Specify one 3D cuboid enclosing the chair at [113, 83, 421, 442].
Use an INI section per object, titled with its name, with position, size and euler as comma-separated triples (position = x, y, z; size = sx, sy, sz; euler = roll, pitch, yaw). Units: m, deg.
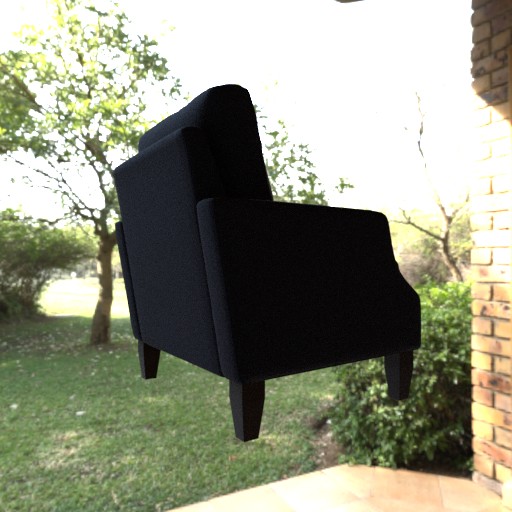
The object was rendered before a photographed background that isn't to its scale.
[chair]
position = 0.000, 0.000, 1.663
size = 0.897, 0.991, 0.855
euler = 0, -1, -34
